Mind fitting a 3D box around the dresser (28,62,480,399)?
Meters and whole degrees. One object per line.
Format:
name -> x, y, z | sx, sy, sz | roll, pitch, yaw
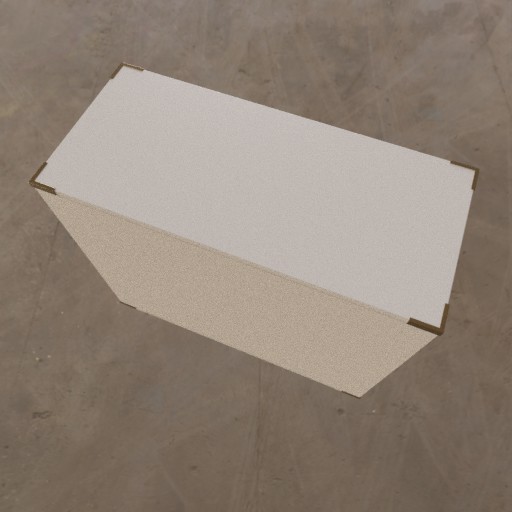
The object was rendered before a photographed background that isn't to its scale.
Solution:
dresser -> 0.000, 0.000, 1.496 | 1.022, 0.891, 0.460 | 20, 65, 10
